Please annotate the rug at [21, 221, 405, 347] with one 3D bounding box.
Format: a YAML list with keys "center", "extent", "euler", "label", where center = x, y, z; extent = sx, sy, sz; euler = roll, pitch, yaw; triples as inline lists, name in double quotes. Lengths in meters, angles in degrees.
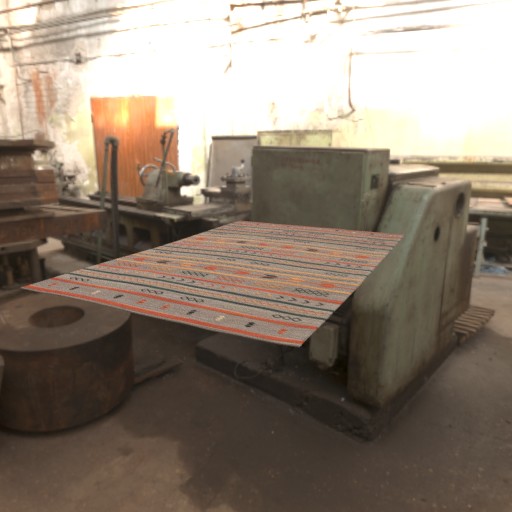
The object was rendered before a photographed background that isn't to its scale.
- center: [0.000, 0.000, 2.322]
  extent: [1.220, 0.017, 1.835]
  euler: [7, 16, 26]
  label: "rug"
